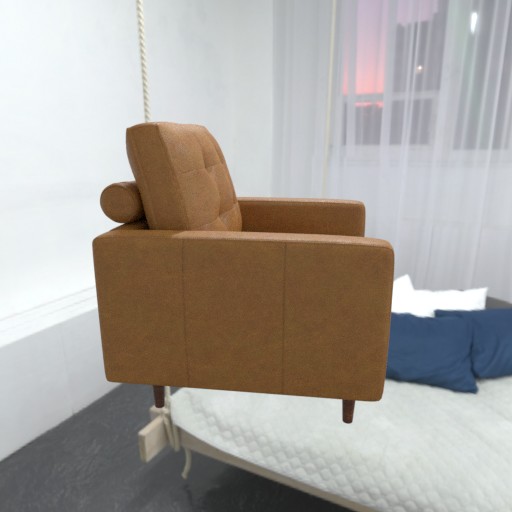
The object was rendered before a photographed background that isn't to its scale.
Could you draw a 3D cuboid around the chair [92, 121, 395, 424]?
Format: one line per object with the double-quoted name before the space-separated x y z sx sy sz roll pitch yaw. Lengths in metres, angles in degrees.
"chair" 0.000 0.000 1.555 0.868 0.896 0.831 2 15 7
